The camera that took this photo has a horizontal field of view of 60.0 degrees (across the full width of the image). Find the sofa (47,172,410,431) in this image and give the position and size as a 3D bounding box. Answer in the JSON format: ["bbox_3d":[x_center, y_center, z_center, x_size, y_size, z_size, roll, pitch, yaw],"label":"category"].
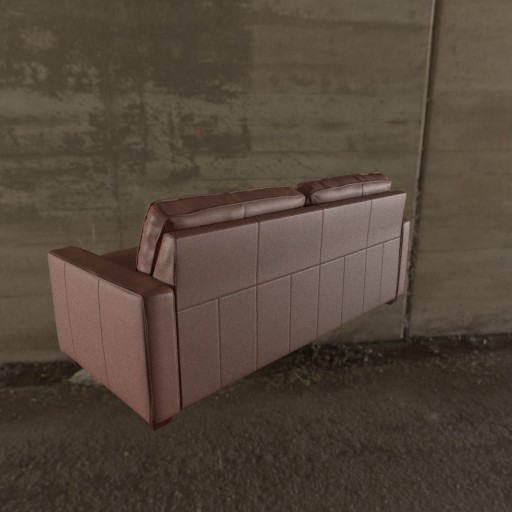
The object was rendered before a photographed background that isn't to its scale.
[{"bbox_3d":[0.000,0.000,2.615,0.940,0.919,2.080,15,22,43],"label":"sofa"}]
